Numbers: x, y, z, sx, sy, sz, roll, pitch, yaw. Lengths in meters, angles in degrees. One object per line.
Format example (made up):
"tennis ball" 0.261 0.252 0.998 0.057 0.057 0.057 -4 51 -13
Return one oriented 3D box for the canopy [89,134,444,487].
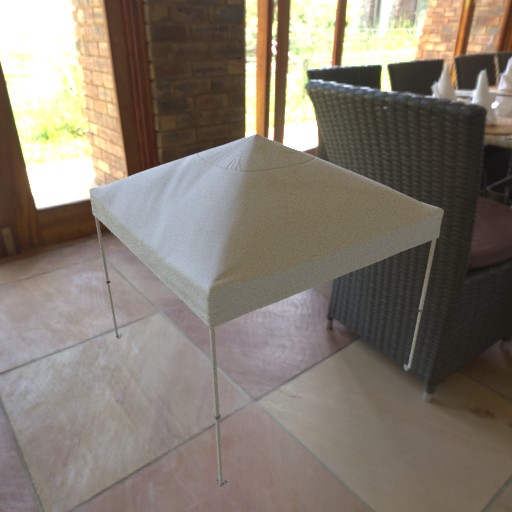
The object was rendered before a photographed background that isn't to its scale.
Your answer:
"canopy" 0.000 0.000 5.521 2.998 2.997 2.996 -18 32 -31
